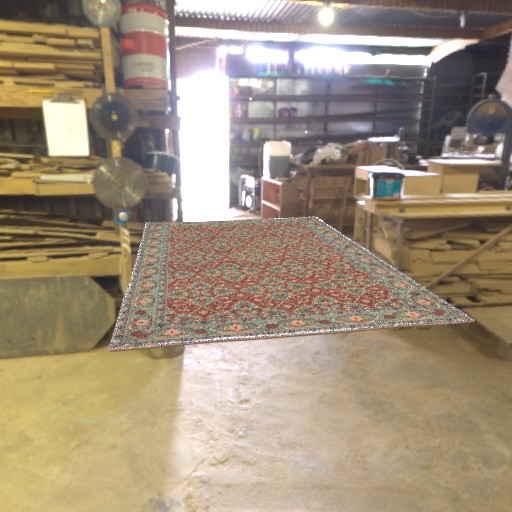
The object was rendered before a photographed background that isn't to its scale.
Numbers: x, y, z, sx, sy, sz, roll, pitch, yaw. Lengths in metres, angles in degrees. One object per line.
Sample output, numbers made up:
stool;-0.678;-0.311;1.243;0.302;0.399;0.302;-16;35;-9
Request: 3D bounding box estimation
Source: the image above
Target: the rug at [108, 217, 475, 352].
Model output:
rug;0.000;0.000;2.285;1.219;0.009;1.829;-3;17;-9
